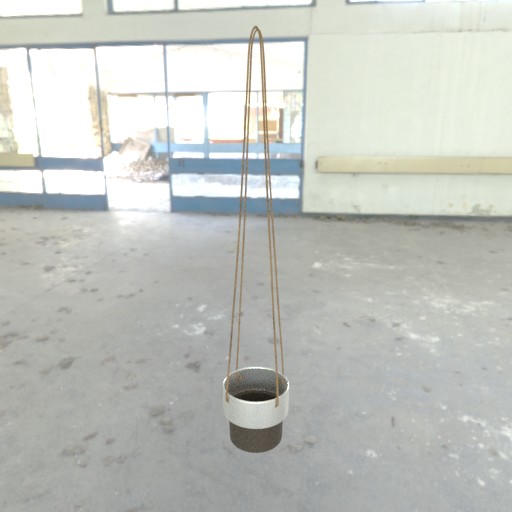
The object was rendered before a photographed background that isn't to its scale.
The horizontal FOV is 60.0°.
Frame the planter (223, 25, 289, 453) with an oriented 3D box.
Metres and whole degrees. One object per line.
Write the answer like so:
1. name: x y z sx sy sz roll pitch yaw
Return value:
1. planter: 0.000 0.000 1.140 0.187 1.073 0.187 2 15 9
